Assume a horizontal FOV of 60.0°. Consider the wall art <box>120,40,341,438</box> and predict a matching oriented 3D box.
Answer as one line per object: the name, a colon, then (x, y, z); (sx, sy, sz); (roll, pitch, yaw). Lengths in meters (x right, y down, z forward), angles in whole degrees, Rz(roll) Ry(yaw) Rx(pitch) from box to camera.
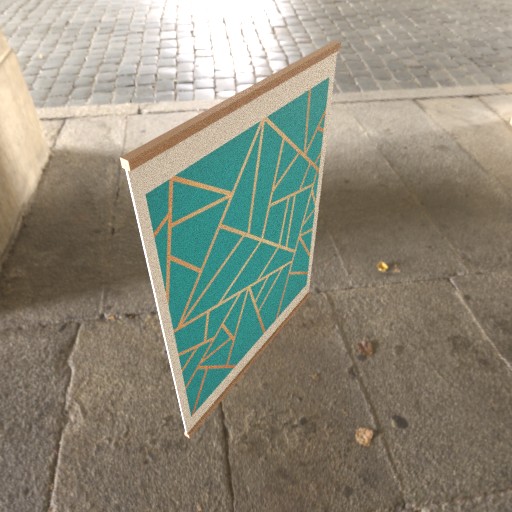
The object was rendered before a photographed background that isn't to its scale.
wall art: (0.000, 0.000, 0.791); (0.012, 0.608, 0.459); (26, 48, 25)
